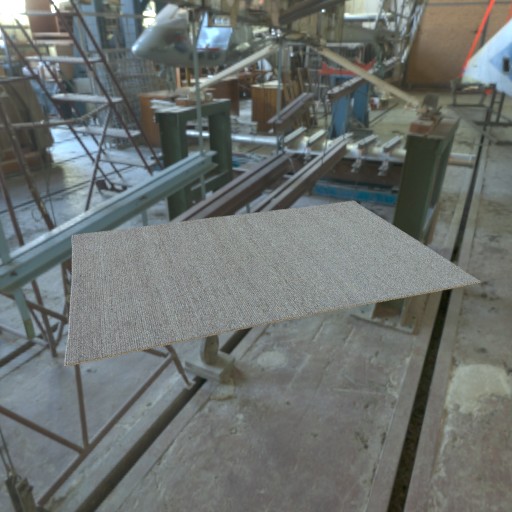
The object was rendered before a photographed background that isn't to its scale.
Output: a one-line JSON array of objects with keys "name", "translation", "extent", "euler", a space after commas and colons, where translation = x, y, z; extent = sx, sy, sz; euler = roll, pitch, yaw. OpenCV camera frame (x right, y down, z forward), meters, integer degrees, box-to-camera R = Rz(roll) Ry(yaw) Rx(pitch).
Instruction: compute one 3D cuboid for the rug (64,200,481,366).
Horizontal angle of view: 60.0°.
[{"name": "rug", "translation": [0.000, 0.000, 2.253], "extent": [1.792, 0.021, 1.154], "euler": [-9, 28, -17]}]
